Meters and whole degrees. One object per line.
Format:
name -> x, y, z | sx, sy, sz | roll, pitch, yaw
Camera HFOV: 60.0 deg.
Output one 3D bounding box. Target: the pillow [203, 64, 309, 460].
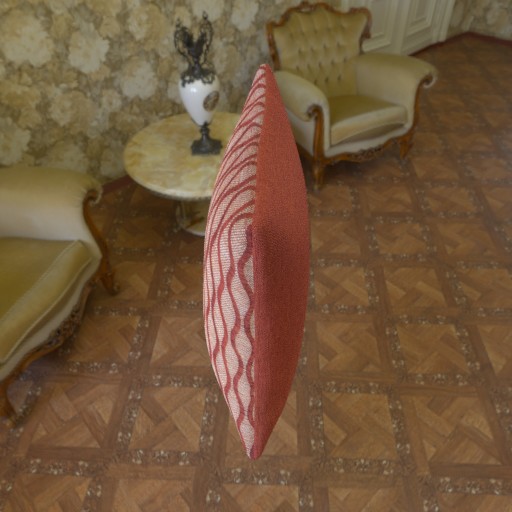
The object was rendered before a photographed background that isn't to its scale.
pillow -> 0.000, 0.000, 0.673 | 0.159, 0.434, 0.429 | 1, 42, 1
